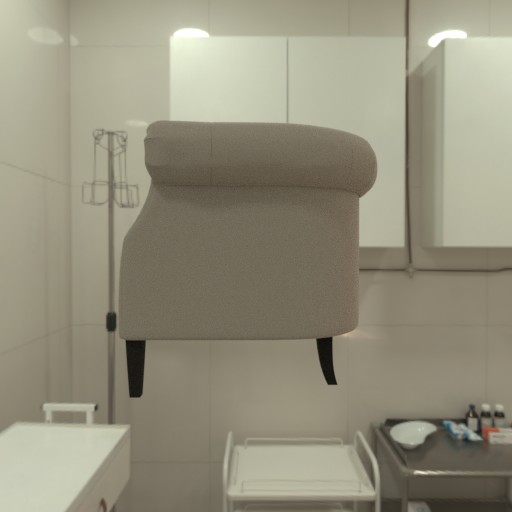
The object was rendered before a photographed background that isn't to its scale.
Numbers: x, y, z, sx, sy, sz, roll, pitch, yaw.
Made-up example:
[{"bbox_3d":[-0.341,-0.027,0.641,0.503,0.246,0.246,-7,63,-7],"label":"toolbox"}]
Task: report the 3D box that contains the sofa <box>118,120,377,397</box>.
[{"bbox_3d":[0.000,0.000,2.006,0.835,0.827,1.558,0,1,0],"label":"sofa"}]
